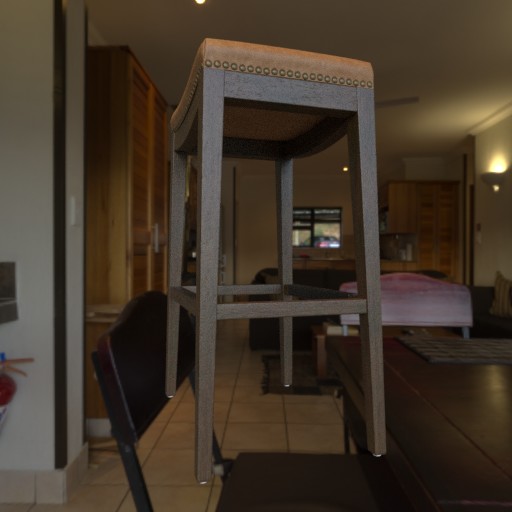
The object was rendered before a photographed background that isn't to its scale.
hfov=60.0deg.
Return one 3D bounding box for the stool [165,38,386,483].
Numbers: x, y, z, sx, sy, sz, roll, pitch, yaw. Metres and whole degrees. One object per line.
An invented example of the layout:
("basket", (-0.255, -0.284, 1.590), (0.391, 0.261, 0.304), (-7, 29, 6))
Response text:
("stool", (0.000, 0.000, 1.022), (0.361, 0.759, 0.500), (0, 0, -17))
